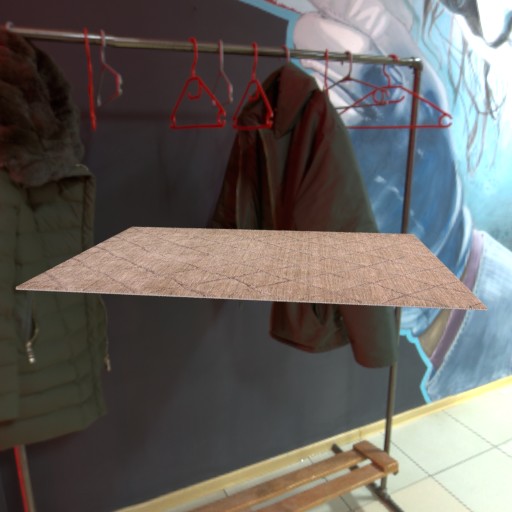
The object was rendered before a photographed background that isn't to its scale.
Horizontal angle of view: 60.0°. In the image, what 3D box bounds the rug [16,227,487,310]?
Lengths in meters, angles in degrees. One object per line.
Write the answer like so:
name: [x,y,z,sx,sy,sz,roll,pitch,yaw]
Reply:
rug: [0.000,0.000,2.849,2.280,0.015,1.521,2,16,7]
